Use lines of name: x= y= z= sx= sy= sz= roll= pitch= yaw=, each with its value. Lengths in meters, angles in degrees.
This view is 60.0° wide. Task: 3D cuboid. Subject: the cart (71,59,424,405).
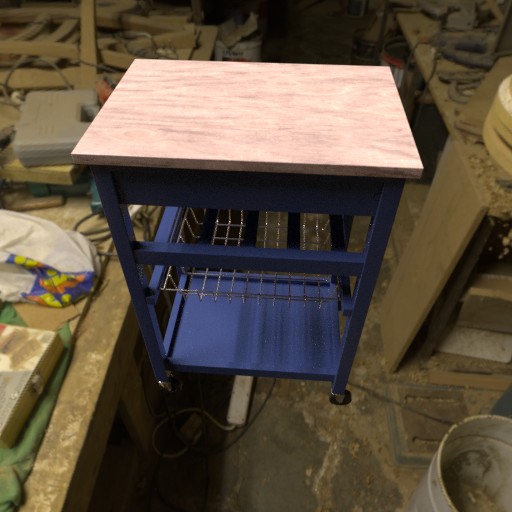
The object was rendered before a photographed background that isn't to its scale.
cart: x=0.000 y=0.000 z=1.156 sx=0.584 sy=0.839 sz=0.403 roll=3 pitch=45 yaw=3
